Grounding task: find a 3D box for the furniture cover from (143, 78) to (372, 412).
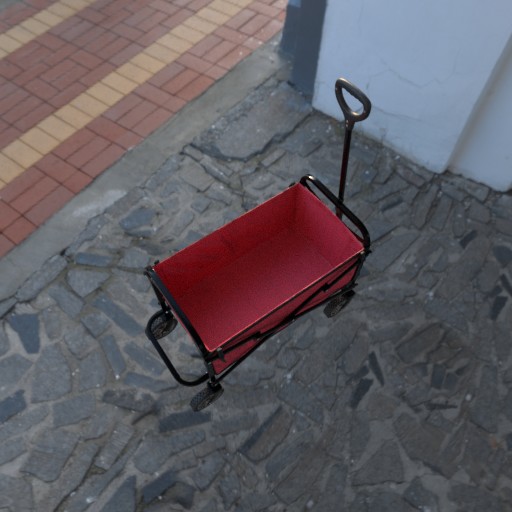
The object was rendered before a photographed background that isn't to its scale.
[{"bbox_3d":[0.000,0.000,1.802,1.038,1.295,0.532,-32,64,-18],"label":"furniture cover"}]
